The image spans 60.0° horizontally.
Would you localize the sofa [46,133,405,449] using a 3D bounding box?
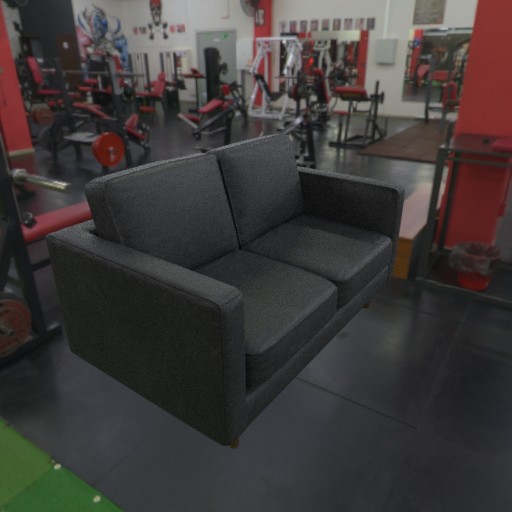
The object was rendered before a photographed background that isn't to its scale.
[{"bbox_3d":[0.000,0.000,2.009,0.879,0.899,1.430,17,30,32],"label":"sofa"}]
